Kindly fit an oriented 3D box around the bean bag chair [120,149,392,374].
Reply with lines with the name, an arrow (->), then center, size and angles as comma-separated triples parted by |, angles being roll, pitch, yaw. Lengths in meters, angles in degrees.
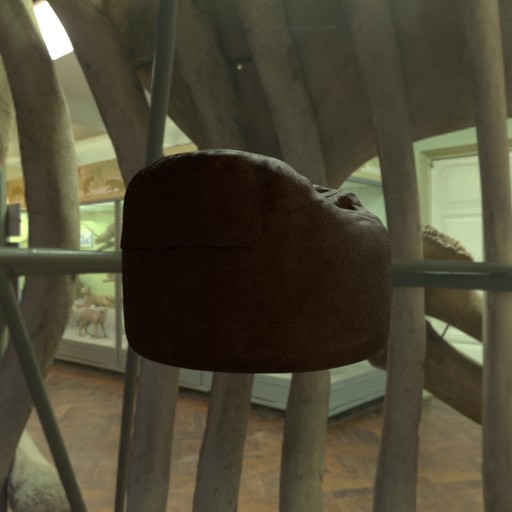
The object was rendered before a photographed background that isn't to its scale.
bean bag chair -> 0.000, 0.000, 1.560 | 0.918, 0.616, 0.918 | 0, 0, 0
